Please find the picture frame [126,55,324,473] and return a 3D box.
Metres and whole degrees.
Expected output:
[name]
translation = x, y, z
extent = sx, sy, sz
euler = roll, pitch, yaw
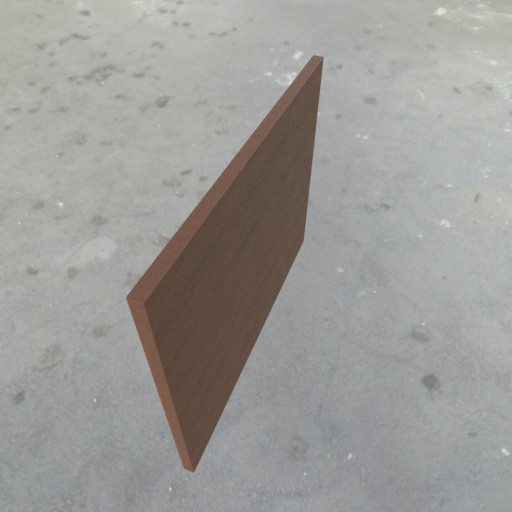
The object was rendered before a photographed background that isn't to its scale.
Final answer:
[picture frame]
translation = 0.000, 0.000, 1.704
extent = 0.045, 1.018, 1.329
euler = 16, 48, 15
